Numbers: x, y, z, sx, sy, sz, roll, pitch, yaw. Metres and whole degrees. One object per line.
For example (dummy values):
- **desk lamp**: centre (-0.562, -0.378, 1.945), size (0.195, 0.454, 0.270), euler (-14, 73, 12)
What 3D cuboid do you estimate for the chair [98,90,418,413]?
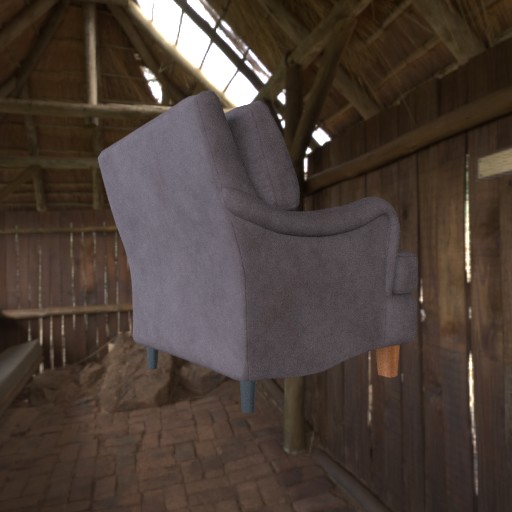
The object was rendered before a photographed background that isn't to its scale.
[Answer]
- **chair**: centre (0.000, 0.000, 1.878), size (1.070, 0.997, 0.955), euler (1, -1, -37)
